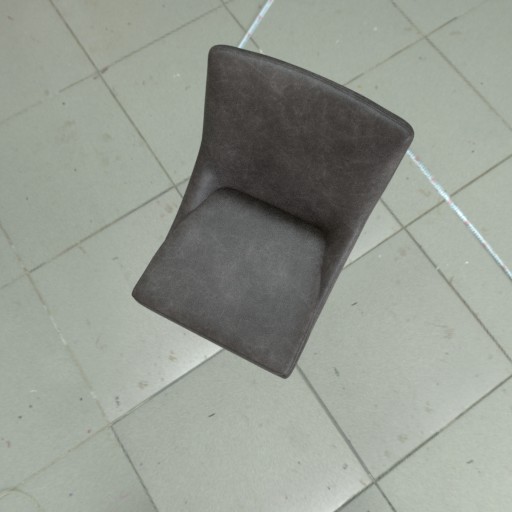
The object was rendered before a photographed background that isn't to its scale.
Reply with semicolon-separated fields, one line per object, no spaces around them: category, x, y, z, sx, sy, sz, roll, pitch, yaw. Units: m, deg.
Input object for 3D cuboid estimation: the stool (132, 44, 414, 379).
stool;0.000;0.000;1.363;0.492;1.046;0.587;26;76;7
